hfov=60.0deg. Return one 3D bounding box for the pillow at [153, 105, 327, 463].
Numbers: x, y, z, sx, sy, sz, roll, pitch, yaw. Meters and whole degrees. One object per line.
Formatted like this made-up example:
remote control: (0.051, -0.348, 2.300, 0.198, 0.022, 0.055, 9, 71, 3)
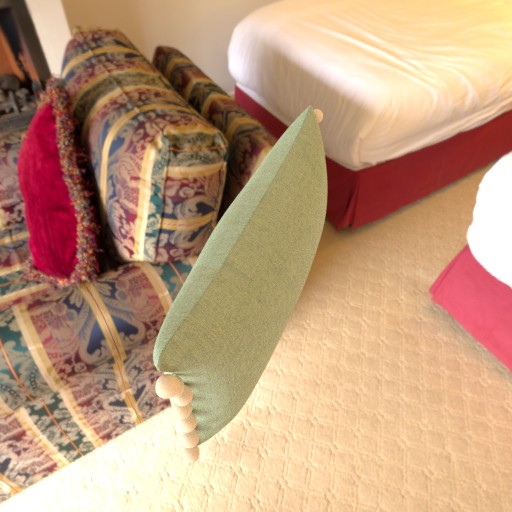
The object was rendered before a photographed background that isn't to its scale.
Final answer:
pillow: (0.000, 0.000, 0.841, 0.201, 0.322, 0.709, 16, 49, 14)
